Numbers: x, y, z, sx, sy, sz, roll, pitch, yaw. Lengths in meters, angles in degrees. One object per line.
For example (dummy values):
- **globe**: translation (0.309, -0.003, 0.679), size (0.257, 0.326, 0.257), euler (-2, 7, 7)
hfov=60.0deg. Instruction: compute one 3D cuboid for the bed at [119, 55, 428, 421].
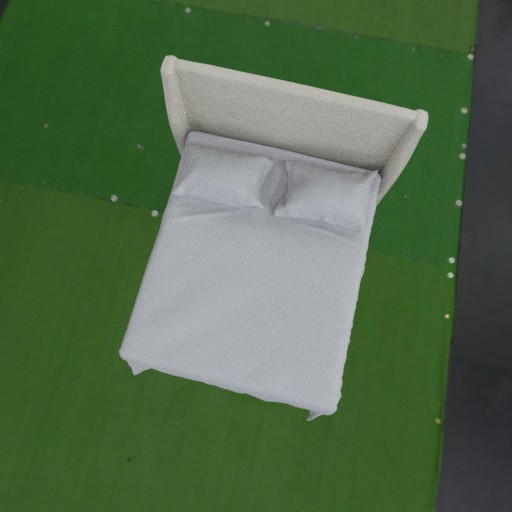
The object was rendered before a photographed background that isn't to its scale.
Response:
- **bed**: translation (0.000, 0.000, 3.466), size (1.925, 1.332, 2.276), euler (14, 76, 3)
